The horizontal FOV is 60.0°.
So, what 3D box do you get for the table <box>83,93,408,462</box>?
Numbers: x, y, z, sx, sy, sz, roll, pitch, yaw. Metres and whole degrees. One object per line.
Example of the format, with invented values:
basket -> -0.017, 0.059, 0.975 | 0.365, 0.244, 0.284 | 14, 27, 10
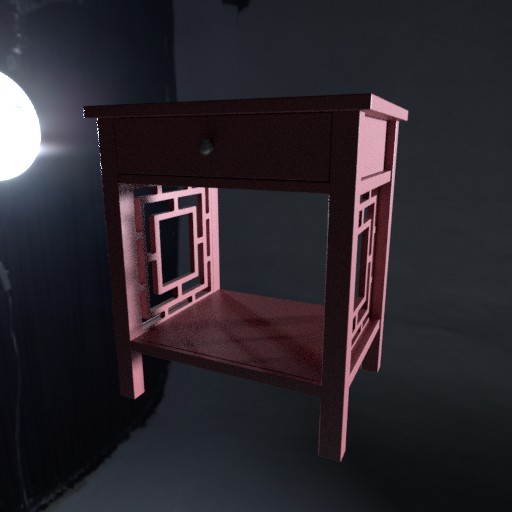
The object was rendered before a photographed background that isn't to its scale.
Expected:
table -> 0.000, 0.000, 1.082 | 0.599, 0.686, 0.451 | 7, 16, 25
